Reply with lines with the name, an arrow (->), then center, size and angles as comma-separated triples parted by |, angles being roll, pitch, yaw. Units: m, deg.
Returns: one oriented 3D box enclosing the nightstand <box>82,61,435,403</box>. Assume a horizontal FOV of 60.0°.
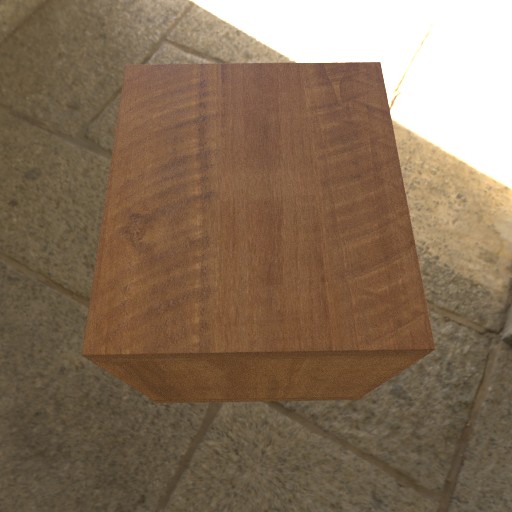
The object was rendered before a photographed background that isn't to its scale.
nightstand -> 0.000, 0.000, 0.865 | 0.436, 0.491, 0.493 | -1, 65, 0
